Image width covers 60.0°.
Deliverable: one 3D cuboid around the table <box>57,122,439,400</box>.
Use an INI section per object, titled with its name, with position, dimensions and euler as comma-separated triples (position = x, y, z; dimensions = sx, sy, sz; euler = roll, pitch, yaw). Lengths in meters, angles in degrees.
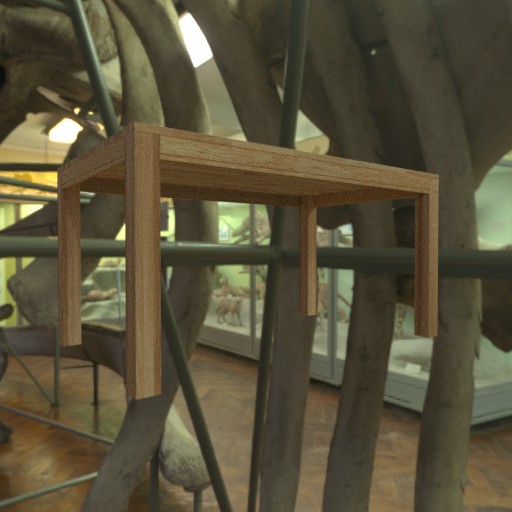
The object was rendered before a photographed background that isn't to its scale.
[table]
position = 0.000, 0.000, 2.034
dimensions = 1.500, 0.770, 0.900
euler = -1, 1, -37
